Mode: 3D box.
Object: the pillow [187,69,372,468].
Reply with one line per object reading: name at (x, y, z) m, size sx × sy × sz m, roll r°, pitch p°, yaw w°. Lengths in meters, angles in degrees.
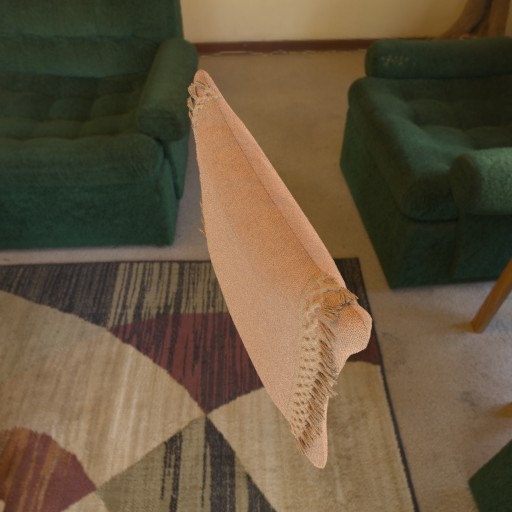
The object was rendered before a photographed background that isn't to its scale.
pillow at (0.000, 0.000, 0.573) m, size 0.084 × 0.305 × 0.466 m, roll -15°, pitch 48°, yaw -14°
